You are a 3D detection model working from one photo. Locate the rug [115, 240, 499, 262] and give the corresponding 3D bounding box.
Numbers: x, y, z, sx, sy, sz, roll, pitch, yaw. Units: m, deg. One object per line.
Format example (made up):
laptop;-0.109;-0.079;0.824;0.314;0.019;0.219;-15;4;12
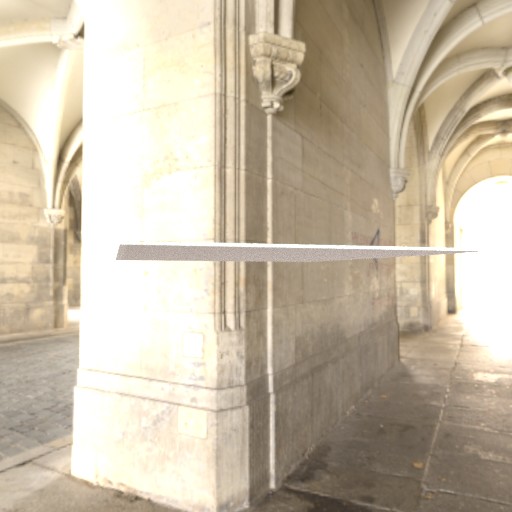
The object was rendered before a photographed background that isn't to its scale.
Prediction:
rug;0.000;0.000;4.023;2.420;0.019;3.039;1;-2;-18
